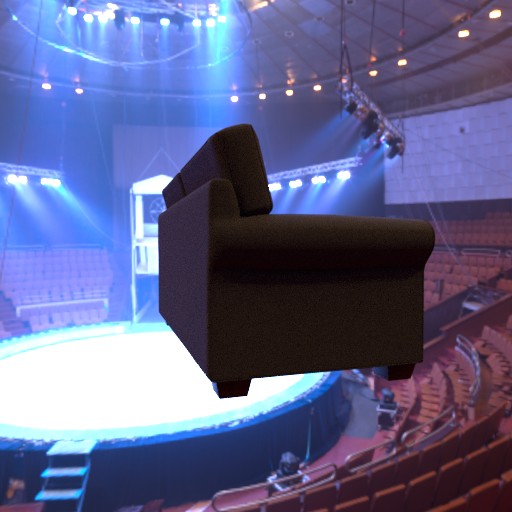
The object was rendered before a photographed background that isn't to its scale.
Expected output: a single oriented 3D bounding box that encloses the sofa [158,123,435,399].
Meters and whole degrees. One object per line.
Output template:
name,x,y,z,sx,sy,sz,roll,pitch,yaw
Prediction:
sofa,0.000,0.000,2.570,0.940,1.020,1.930,0,1,-18
